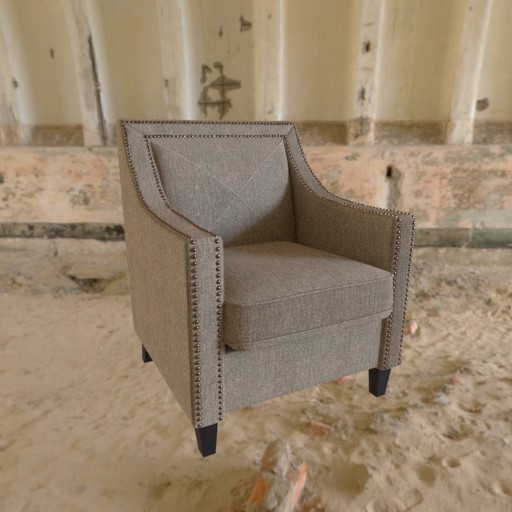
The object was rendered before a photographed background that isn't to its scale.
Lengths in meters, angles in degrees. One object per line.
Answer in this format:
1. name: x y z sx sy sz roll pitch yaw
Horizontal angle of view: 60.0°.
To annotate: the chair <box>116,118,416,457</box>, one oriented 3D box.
1. chair: 0.000 0.000 1.607 0.776 0.967 0.884 -8 17 -27
